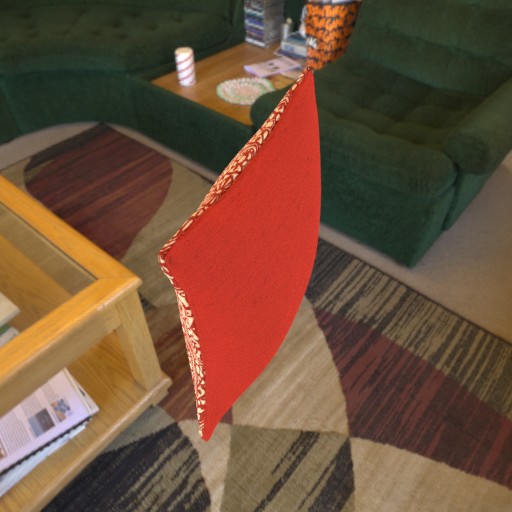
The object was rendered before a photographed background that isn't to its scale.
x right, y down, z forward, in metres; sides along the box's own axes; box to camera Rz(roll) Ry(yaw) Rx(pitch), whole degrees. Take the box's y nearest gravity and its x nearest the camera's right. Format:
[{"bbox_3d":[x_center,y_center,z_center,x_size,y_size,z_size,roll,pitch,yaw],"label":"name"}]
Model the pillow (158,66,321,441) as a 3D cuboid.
[{"bbox_3d":[0.000,0.000,0.683,0.162,0.419,0.438,16,48,15],"label":"pillow"}]
